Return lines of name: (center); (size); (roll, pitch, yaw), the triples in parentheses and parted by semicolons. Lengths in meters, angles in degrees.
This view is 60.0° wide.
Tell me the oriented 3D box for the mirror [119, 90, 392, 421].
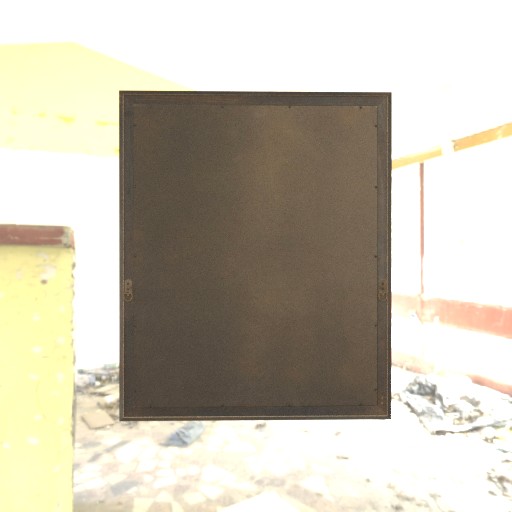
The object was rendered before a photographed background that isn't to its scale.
mirror: (0.000, 0.000, 1.203); (0.730, 0.882, 0.032); (0, 0, -1)
